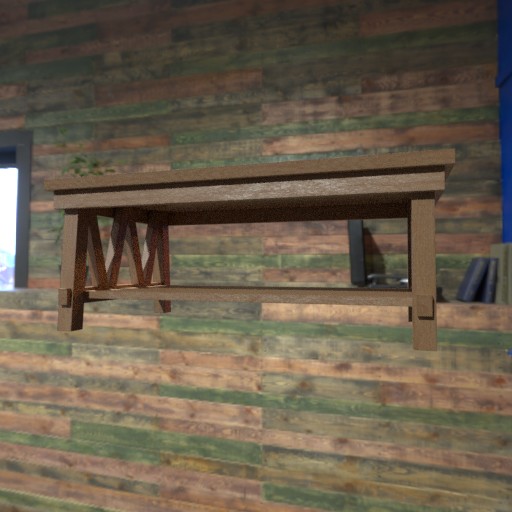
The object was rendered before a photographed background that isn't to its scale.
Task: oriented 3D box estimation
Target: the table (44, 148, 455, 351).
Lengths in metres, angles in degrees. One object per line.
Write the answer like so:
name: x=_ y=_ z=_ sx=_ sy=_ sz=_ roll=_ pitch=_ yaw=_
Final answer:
table: x=0.000 y=0.000 z=1.629 sx=1.270 sy=0.507 sz=0.711 roll=0 pitch=-2 yaw=18
